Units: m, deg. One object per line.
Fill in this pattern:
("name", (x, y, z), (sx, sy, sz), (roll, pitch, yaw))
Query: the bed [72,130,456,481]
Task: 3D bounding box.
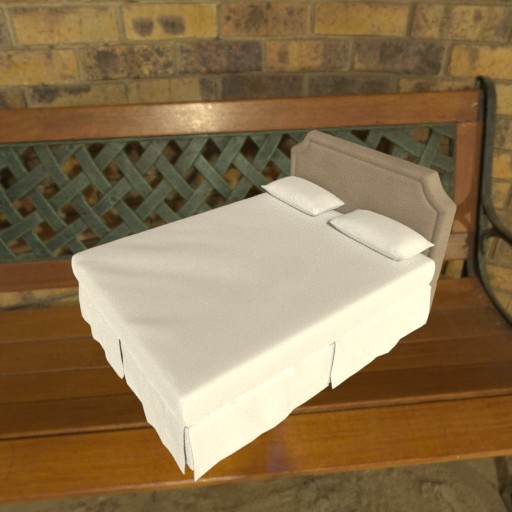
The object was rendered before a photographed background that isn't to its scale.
("bed", (0.000, 0.000, 3.571), (2.498, 1.293, 1.977), (-22, 38, -31))
